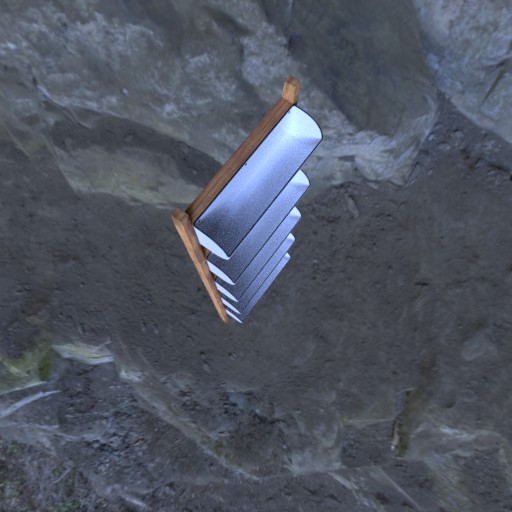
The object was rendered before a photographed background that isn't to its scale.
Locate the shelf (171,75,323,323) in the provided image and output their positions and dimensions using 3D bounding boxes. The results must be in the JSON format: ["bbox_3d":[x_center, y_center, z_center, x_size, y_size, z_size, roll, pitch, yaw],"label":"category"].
[{"bbox_3d":[0.000,0.000,1.781,0.141,1.600,0.454,35,77,10],"label":"shelf"}]
